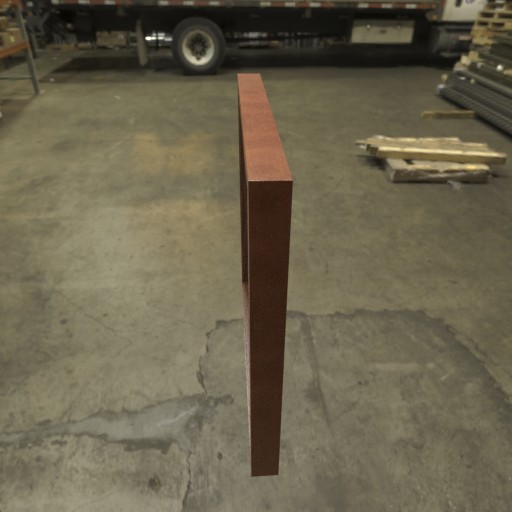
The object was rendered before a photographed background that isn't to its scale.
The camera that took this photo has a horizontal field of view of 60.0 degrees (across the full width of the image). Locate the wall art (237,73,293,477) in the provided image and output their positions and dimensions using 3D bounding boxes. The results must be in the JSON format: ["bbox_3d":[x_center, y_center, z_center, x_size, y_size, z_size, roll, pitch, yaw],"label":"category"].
[{"bbox_3d":[0.000,0.000,0.619,0.035,0.403,0.403,-2,33,-3],"label":"wall art"}]
